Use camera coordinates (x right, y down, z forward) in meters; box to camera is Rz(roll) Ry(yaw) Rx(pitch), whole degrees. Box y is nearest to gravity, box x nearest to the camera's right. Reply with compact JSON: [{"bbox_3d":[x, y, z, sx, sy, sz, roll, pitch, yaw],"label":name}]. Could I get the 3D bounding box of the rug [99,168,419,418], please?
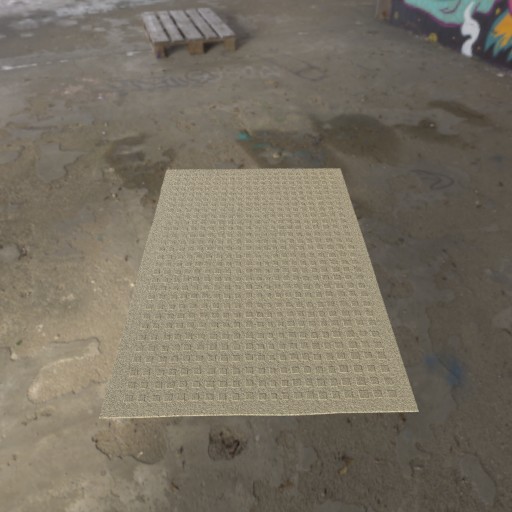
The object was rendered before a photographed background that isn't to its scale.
[{"bbox_3d":[0.000,0.000,2.244,1.143,0.006,1.747,-1,41,-1],"label":"rug"}]
